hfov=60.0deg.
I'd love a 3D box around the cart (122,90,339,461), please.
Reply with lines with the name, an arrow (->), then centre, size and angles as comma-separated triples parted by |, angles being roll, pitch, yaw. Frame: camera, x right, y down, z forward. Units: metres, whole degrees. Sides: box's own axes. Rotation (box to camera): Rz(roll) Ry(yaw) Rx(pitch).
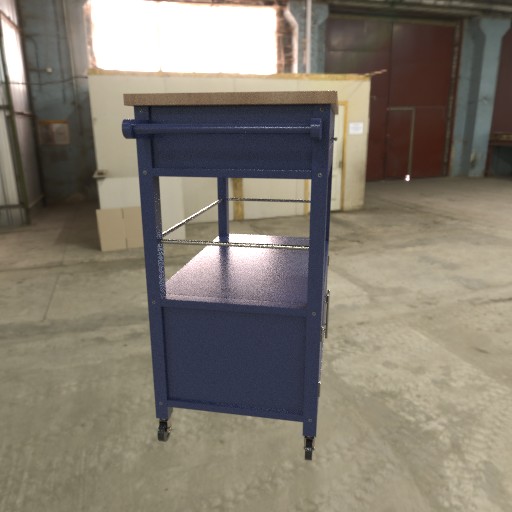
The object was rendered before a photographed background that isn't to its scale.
cart -> 0.000, 0.000, 1.367 | 0.459, 0.901, 0.840 | 3, 16, 10
